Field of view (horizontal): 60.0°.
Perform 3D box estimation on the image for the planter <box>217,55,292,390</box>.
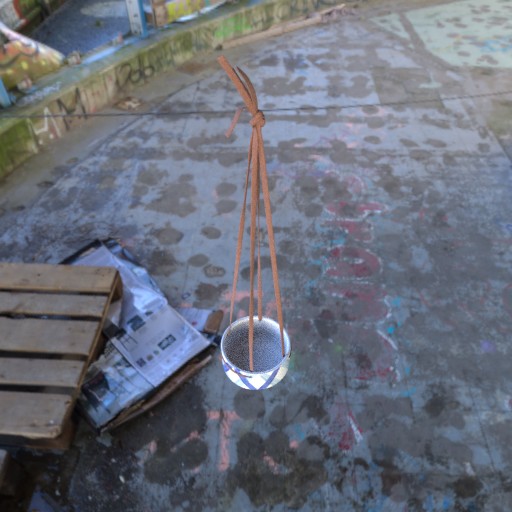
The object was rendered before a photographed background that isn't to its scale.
[{"bbox_3d":[0.000,0.000,0.822,0.166,0.751,0.166,2,45,2],"label":"planter"}]
